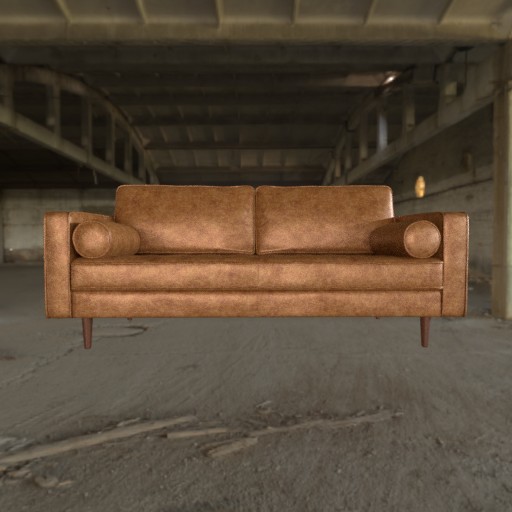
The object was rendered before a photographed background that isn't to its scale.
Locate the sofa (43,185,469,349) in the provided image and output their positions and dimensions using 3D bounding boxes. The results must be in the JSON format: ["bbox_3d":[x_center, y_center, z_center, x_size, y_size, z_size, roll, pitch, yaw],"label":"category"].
[{"bbox_3d":[0.000,0.000,2.412,1.920,0.825,0.924,0,2,-1],"label":"sofa"}]
